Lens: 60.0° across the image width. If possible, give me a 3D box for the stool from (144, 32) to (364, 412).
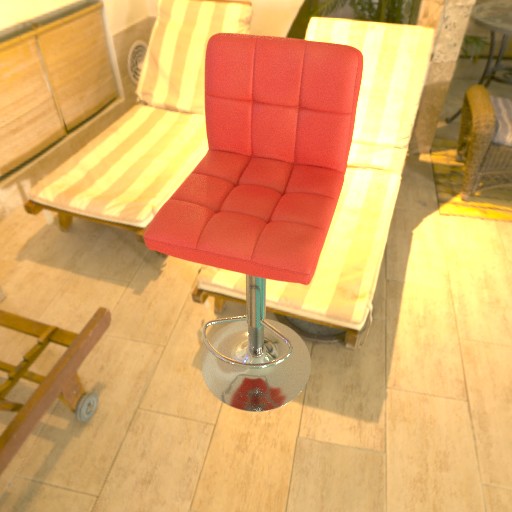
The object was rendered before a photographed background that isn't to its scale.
[{"bbox_3d":[0.000,0.000,1.346,0.430,1.115,0.505,12,44,13],"label":"stool"}]
